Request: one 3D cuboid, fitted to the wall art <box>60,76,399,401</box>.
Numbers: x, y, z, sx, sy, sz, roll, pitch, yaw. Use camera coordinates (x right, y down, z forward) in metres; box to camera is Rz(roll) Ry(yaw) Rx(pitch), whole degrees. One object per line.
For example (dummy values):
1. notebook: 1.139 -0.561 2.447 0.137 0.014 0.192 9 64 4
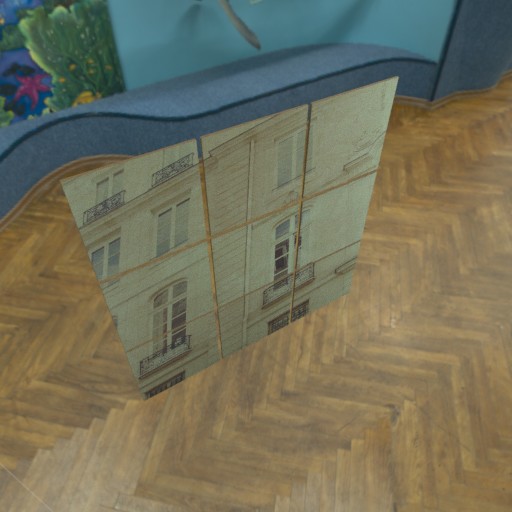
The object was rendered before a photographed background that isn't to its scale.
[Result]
1. wall art: 0.000 0.000 2.284 1.526 1.522 0.023 -24 50 -22
